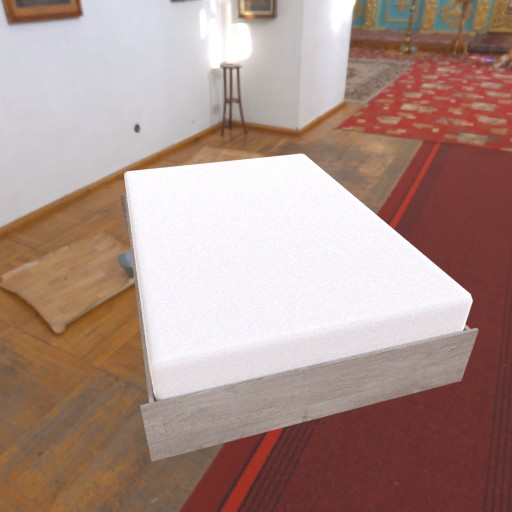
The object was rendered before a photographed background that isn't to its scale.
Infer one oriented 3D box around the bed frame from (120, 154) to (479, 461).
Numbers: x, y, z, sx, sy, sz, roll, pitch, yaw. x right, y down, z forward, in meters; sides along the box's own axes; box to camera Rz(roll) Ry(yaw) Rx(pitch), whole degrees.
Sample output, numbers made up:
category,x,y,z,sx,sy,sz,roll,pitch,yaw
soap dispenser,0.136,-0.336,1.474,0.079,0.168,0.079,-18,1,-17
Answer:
category,x,y,z,sx,sy,sz,roll,pitch,yaw
bed frame,0.000,0.000,2.584,1.445,0.497,1.945,-9,33,-14
